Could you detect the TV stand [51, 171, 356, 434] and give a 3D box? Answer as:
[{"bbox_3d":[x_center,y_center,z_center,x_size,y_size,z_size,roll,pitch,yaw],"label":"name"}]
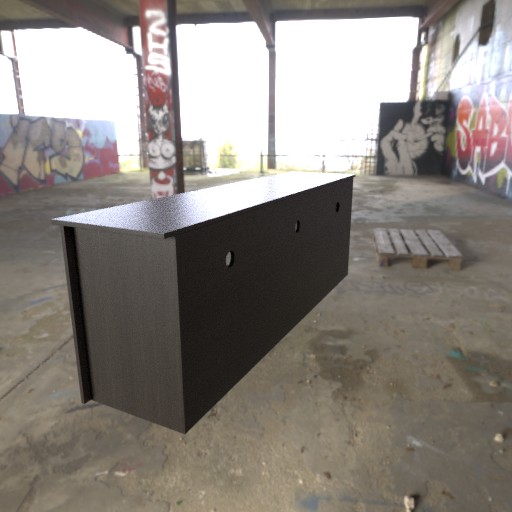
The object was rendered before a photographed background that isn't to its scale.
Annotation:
[{"bbox_3d":[0.000,0.000,2.024,0.406,0.610,1.778,8,17,26],"label":"TV stand"}]
